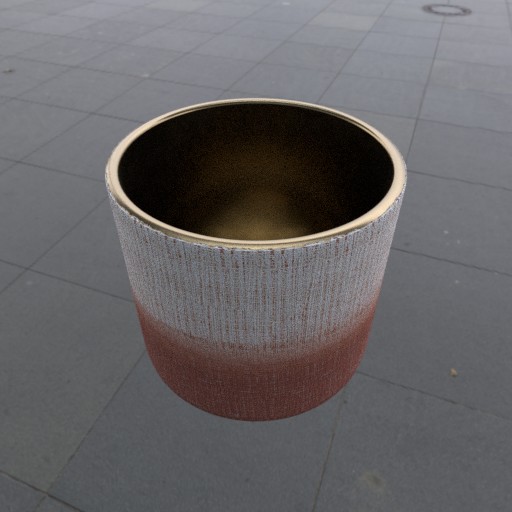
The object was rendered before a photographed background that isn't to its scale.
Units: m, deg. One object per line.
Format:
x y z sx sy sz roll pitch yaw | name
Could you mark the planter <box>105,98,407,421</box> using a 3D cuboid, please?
0.000 0.000 0.392 0.221 0.201 0.221 0 41 0 | planter
